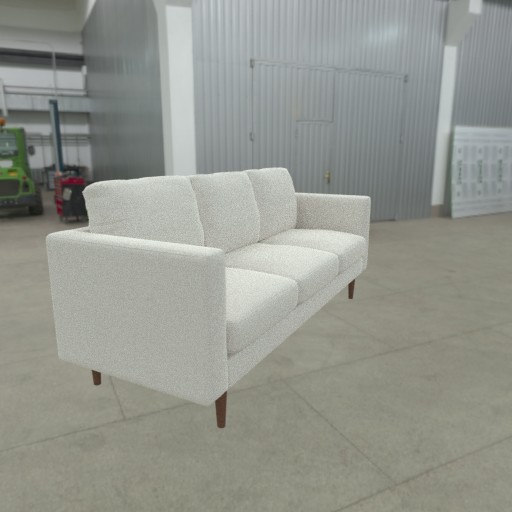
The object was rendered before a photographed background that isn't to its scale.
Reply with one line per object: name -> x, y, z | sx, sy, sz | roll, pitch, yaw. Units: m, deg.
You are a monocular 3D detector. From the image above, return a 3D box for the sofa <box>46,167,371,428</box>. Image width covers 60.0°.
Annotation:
sofa -> 0.000, 0.000, 2.464 | 0.802, 0.912, 2.029 | 7, 15, 27
